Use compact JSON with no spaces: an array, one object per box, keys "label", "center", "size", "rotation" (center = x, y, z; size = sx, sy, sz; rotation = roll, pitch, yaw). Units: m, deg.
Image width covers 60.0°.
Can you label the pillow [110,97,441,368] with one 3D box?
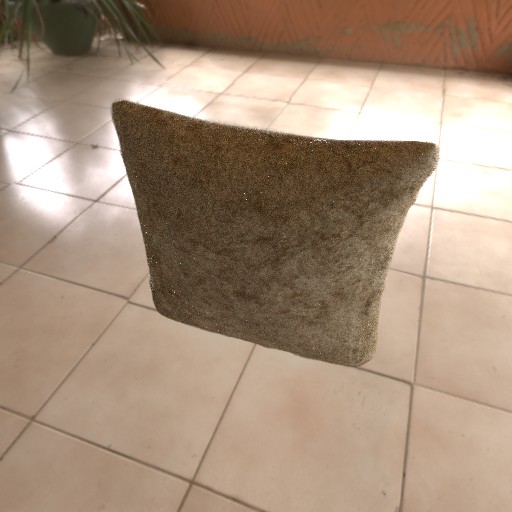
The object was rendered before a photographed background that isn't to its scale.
[{"label":"pillow","center":[0.000,0.000,0.831],"size":[0.538,0.525,0.216],"rotation":[13,42,14]}]
